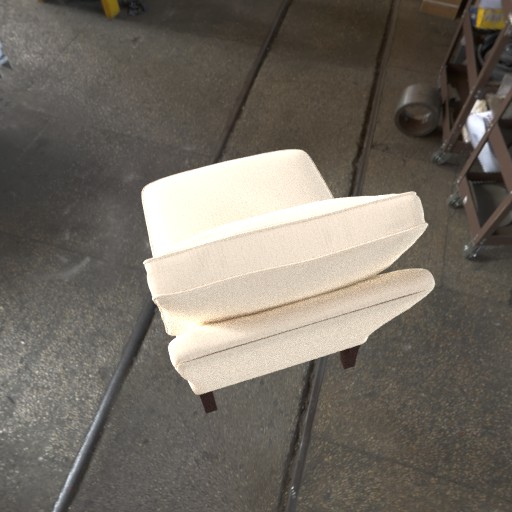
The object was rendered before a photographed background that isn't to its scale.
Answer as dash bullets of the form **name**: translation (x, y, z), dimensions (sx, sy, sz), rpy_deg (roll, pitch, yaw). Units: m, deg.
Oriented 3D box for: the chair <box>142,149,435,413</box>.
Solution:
- **chair**: translation (0.000, 0.000, 1.394), dimensions (0.630, 0.887, 0.781), rpy_deg (-15, 60, -9)
